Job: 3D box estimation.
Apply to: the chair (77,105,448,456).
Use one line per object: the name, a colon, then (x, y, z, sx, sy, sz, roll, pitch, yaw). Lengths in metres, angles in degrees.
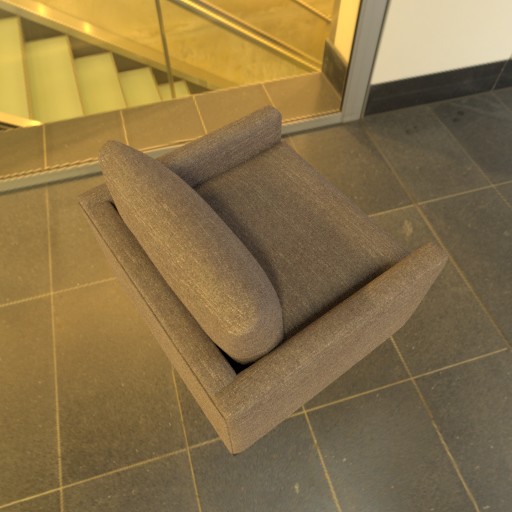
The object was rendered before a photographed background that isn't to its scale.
chair: (0.000, 0.000, 1.574, 0.845, 0.841, 0.940, -31, 61, -19)
